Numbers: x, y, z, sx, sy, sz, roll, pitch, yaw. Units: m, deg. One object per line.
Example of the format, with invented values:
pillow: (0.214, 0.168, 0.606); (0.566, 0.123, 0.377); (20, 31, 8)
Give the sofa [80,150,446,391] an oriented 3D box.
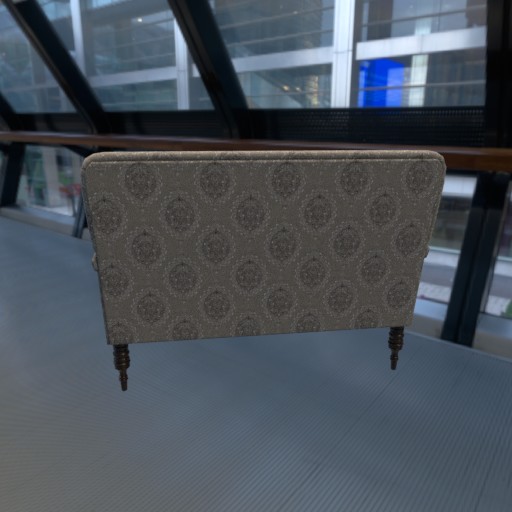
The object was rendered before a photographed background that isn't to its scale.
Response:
sofa: (0.000, 0.000, 1.869); (1.297, 0.889, 0.779); (-2, 16, -8)
